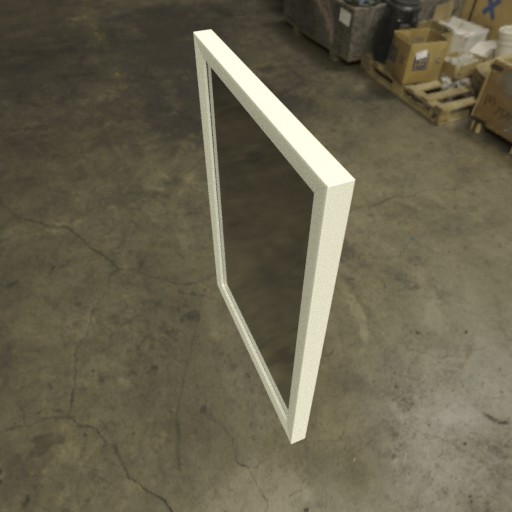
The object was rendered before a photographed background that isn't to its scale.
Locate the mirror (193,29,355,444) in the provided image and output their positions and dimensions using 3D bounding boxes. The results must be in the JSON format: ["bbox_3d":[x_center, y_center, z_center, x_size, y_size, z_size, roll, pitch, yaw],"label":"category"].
[{"bbox_3d":[0.000,0.000,0.907,0.040,0.710,0.507,-16,48,-15],"label":"mirror"}]
